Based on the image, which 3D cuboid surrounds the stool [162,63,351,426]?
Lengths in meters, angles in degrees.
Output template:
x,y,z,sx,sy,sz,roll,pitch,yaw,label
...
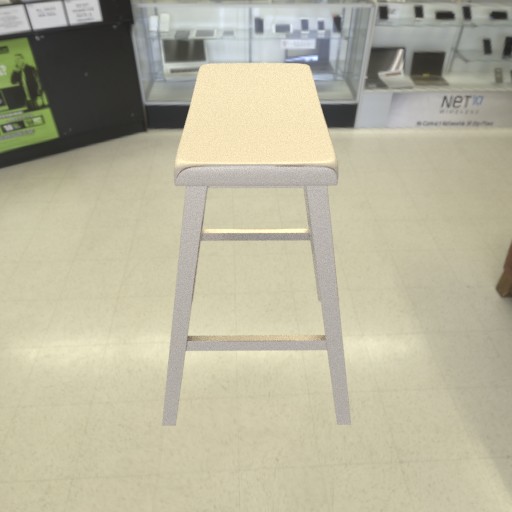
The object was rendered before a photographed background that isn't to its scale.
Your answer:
x,y,z,sx,sy,sz,roll,pitch,yaw,label
0.000,0.000,1.046,0.476,0.737,0.457,0,41,0,stool
